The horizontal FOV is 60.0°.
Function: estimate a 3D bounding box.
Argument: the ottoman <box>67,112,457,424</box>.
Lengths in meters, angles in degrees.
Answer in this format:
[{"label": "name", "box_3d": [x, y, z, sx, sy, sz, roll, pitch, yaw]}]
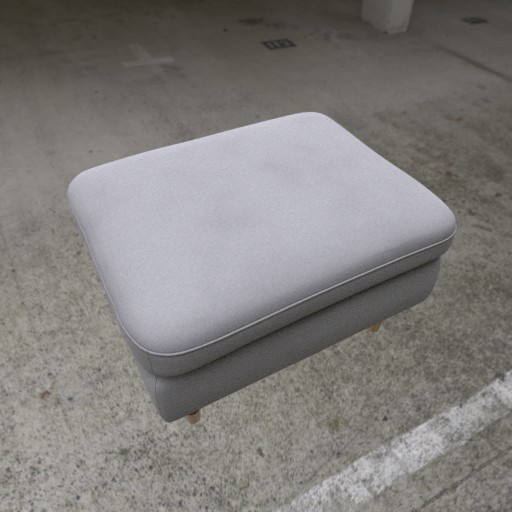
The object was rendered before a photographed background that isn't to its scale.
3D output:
[{"label": "ottoman", "box_3d": [0.000, 0.000, 1.123, 0.747, 0.478, 0.593, -21, 49, -20]}]
